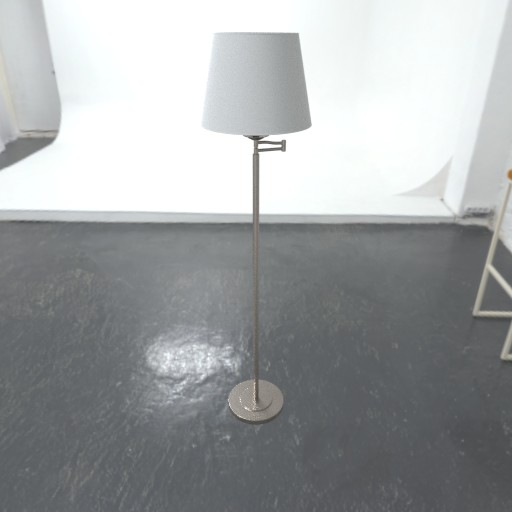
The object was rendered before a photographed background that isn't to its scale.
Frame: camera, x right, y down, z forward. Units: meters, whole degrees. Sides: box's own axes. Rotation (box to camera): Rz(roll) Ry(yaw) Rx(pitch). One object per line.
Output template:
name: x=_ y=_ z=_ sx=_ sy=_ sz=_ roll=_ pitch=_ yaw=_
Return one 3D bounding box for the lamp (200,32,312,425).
lamp: x=0.000 y=0.000 z=1.637 sx=0.355 sy=1.473 sz=0.355 roll=0 pitch=27 yaw=0
